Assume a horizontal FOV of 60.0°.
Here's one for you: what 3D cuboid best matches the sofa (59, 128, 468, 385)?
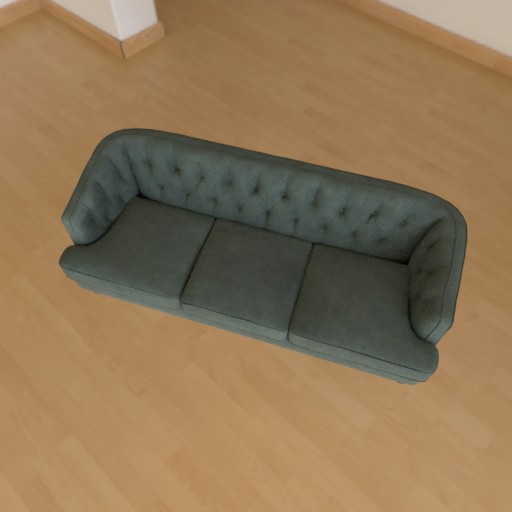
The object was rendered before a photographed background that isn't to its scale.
[{"bbox_3d":[0.000,0.000,2.767,2.278,0.855,0.941,15,58,9],"label":"sofa"}]
